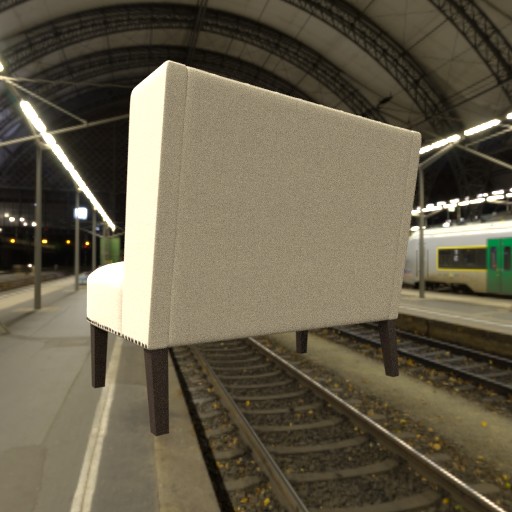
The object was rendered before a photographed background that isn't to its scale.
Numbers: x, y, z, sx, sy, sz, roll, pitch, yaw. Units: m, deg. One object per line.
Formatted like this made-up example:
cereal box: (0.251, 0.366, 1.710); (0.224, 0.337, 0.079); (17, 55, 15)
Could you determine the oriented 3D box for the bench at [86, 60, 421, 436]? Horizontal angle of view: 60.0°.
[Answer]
bench: (0.000, 0.000, 1.977); (1.280, 1.123, 0.847); (0, -1, -36)
